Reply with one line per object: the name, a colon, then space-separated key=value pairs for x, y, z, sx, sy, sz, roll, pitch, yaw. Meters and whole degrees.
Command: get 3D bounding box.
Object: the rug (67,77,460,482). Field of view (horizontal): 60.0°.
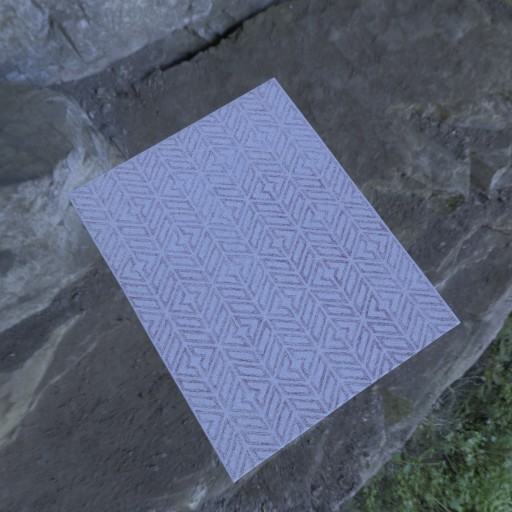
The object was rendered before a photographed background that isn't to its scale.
rug: x=0.000 y=0.000 z=4.152 sx=2.421 sy=0.008 sz=3.045 roll=-32 pitch=78 yaw=-8
